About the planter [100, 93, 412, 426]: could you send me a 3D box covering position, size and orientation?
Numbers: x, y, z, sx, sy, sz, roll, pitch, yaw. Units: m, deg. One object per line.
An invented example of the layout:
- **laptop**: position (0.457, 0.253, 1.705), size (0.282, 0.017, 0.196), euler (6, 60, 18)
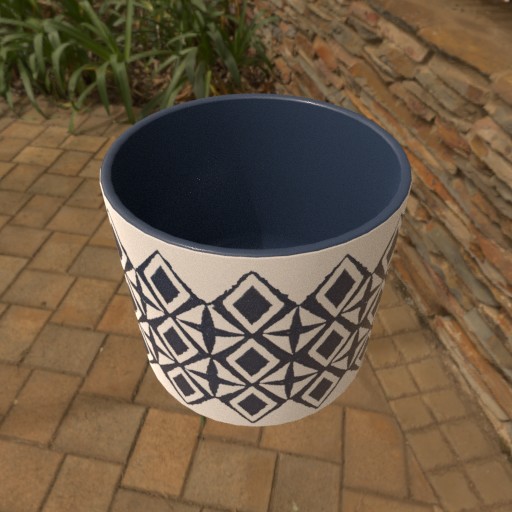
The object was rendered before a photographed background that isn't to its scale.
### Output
- **planter**: position (0.000, 0.000, 0.393), size (0.224, 0.203, 0.224), euler (0, 42, 0)
